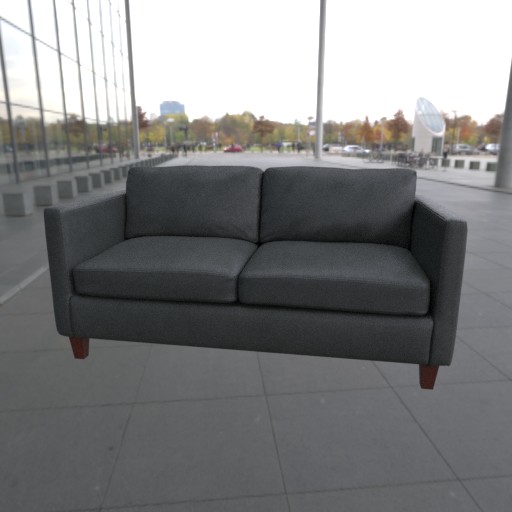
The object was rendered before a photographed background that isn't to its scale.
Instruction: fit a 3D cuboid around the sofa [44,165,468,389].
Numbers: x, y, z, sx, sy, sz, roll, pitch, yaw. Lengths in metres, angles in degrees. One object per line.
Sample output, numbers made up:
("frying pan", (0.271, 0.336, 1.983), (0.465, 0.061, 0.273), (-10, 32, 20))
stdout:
("sofa", (0.000, 0.000, 2.392), (1.883, 0.933, 0.951), (2, 14, 10))
